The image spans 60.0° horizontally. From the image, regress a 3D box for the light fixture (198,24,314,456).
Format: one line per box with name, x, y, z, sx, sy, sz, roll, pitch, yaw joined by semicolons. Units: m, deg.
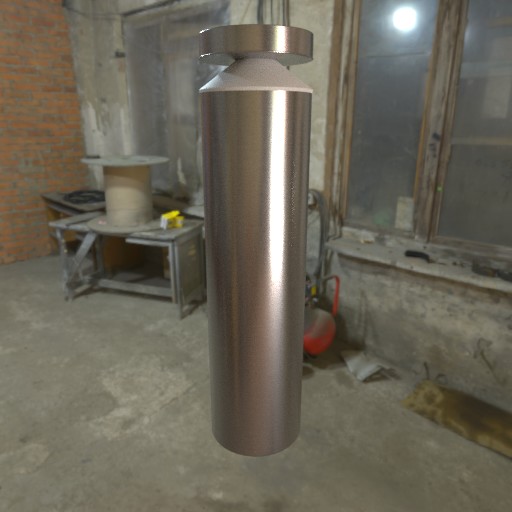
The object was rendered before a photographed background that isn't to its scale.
light fixture;0.000;0.000;0.444;0.102;0.400;0.102;3;17;8
